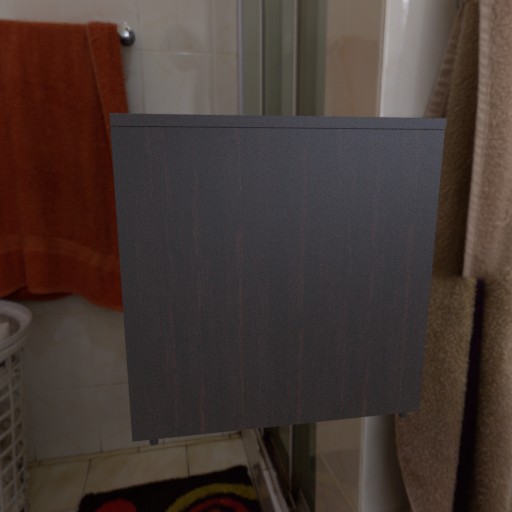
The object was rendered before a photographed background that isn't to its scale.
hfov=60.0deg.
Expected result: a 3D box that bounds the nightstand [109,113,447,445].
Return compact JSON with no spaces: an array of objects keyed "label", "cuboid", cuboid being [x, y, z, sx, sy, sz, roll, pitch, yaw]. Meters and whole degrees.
[{"label":"nightstand","cuboid":[0.000,0.000,0.813,0.461,0.460,0.400,-2,13,-10]}]
